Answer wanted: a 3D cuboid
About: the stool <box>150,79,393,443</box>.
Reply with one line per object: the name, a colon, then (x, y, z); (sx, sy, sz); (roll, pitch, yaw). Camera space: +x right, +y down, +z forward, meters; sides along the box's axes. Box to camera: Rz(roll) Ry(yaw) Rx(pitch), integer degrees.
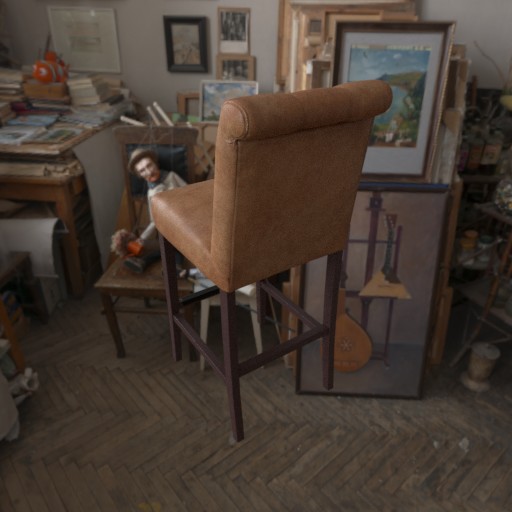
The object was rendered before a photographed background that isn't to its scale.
stool: (0.000, 0.000, 1.484); (0.493, 1.140, 0.601); (-19, 36, -29)
